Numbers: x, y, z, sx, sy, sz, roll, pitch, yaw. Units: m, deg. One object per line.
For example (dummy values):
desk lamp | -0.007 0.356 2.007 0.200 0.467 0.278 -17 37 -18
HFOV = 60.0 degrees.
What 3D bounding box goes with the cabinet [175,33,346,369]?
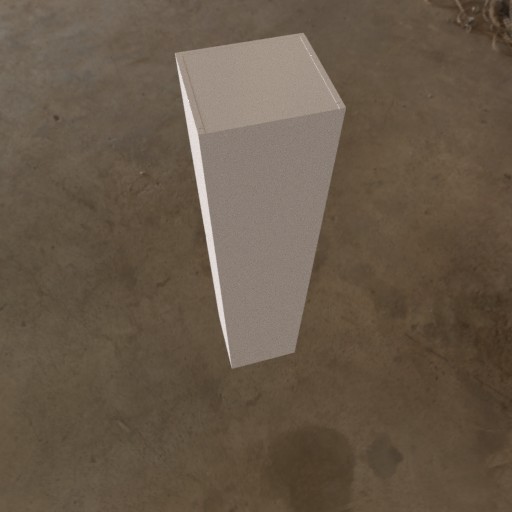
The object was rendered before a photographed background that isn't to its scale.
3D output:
cabinet | 0.000 0.000 1.526 0.300 1.400 0.269 -13 59 -8
